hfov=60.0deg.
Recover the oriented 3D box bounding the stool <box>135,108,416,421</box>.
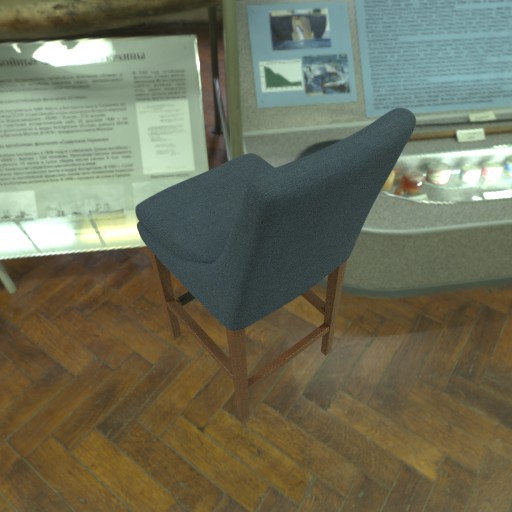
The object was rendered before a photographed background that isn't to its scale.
[{"bbox_3d":[0.000,0.000,1.288,0.470,0.981,0.577,-30,53,-26],"label":"stool"}]
